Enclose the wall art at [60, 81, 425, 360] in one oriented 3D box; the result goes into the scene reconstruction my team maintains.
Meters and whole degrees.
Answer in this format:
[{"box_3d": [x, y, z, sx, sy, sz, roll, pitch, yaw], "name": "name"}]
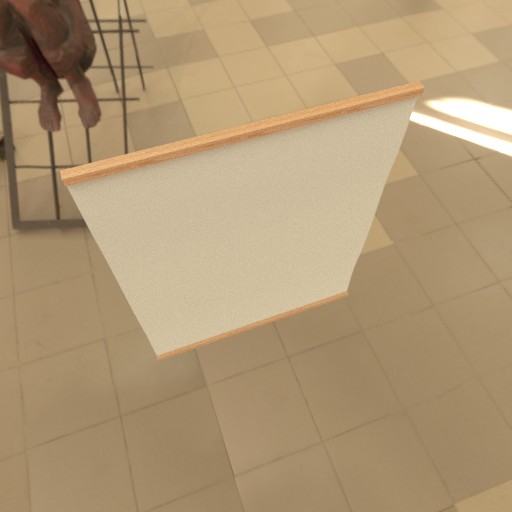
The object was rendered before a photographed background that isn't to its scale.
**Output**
[{"box_3d": [0.000, 0.000, 0.683, 0.406, 0.508, 0.013, -17, 59, -11], "name": "wall art"}]
